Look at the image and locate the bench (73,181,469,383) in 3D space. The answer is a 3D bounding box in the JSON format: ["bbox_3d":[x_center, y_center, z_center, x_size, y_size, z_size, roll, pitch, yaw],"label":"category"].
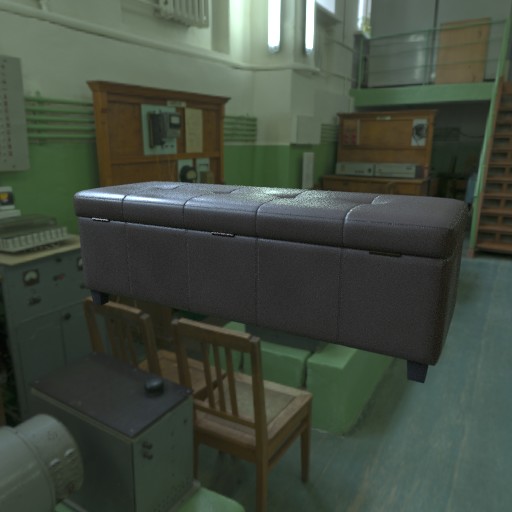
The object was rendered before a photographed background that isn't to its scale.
[{"bbox_3d":[0.000,0.000,1.465,1.219,0.417,0.450,8,17,27],"label":"bench"}]
